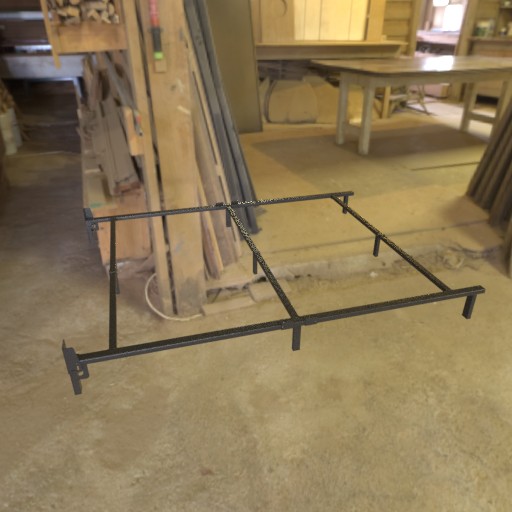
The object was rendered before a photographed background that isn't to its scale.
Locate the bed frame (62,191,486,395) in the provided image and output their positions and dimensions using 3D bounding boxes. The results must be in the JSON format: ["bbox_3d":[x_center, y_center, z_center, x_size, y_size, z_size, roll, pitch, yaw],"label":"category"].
[{"bbox_3d":[0.000,0.000,2.648,1.990,0.248,1.498,-8,29,-14],"label":"bed frame"}]
